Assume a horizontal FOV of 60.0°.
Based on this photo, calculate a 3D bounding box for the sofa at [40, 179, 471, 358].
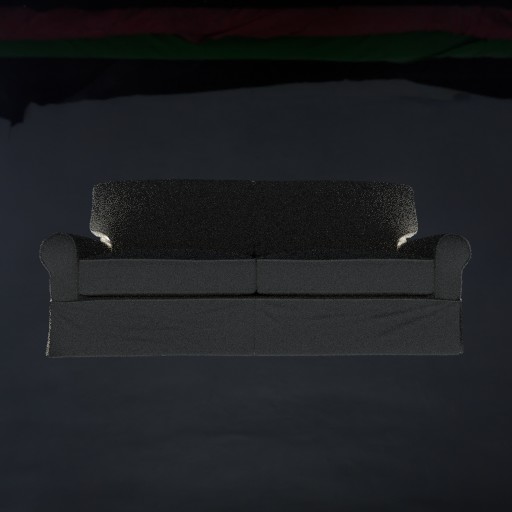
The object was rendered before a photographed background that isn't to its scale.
[{"bbox_3d":[0.000,0.000,2.464,2.021,0.937,0.862,0,0,-1],"label":"sofa"}]
